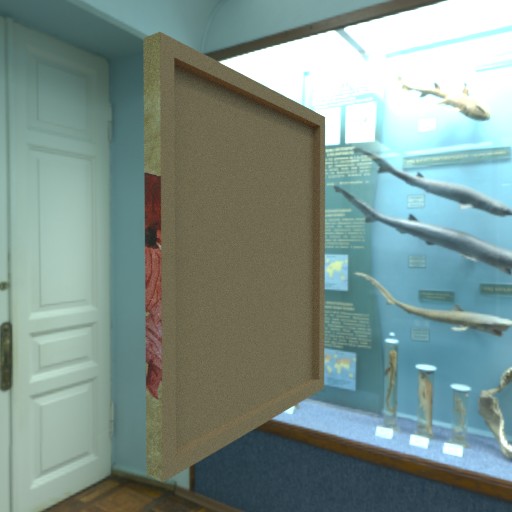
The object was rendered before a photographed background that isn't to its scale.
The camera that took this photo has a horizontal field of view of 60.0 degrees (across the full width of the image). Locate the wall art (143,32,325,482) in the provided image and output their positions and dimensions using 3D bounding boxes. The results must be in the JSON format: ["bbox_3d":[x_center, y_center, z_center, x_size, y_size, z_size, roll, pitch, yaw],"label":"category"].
[{"bbox_3d":[0.000,0.000,0.671,0.028,0.508,0.406,1,2,35],"label":"wall art"}]
